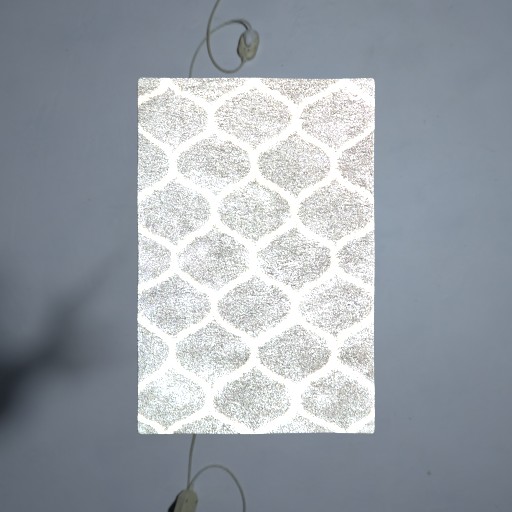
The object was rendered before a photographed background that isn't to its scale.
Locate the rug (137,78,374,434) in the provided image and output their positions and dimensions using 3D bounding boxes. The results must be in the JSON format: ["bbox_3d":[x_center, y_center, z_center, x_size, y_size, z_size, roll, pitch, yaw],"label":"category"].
[{"bbox_3d":[0.000,0.000,3.369,1.801,0.026,2.701,0,90,0],"label":"rug"}]
